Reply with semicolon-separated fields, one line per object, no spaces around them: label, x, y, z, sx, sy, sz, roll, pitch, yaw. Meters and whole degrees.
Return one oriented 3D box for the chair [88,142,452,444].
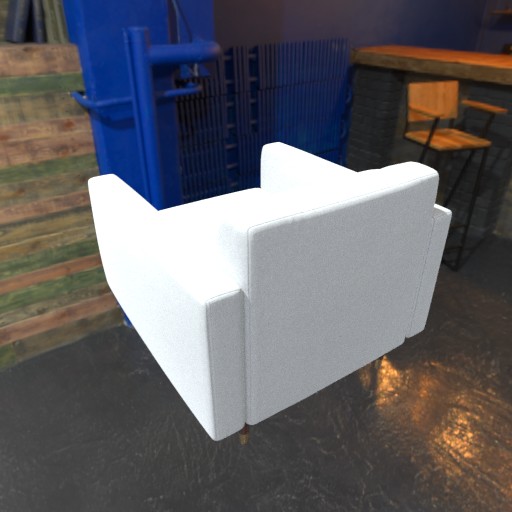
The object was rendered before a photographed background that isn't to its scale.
chair;0.000;0.000;1.664;0.953;0.819;0.998;-18;35;-28
